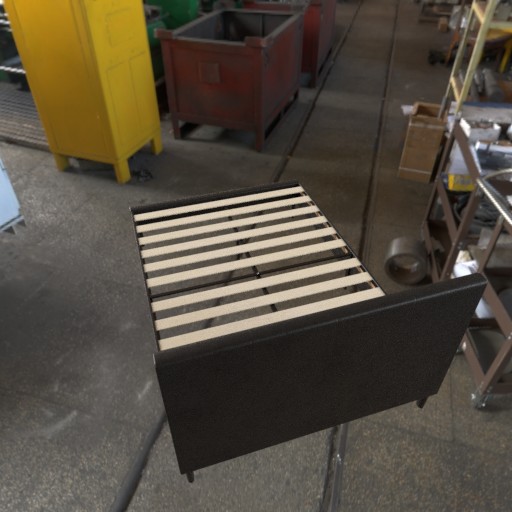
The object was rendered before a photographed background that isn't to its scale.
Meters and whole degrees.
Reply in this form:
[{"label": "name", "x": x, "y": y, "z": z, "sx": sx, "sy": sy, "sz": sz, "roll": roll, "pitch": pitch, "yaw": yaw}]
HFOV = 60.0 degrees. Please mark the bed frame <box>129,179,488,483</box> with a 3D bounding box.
[{"label": "bed frame", "x": 0.000, "y": 0.000, "z": 2.895, "sx": 1.469, "sy": 1.046, "sz": 2.152, "roll": -12, "pitch": 41, "yaw": -14}]
